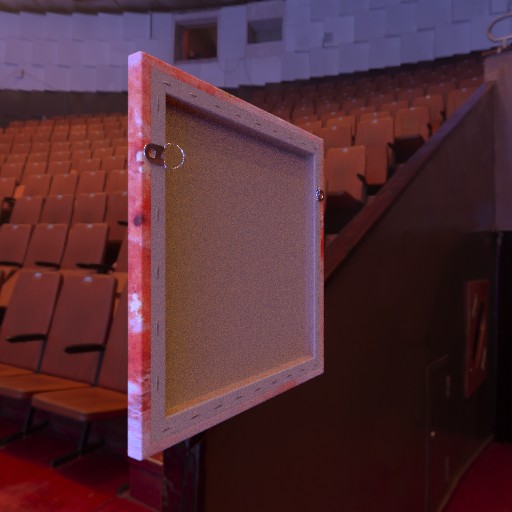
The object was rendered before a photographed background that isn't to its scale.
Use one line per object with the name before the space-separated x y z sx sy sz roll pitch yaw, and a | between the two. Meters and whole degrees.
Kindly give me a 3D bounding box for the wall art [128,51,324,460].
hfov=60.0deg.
wall art | 0.000 0.000 1.112 0.064 0.746 0.747 0 0 35
